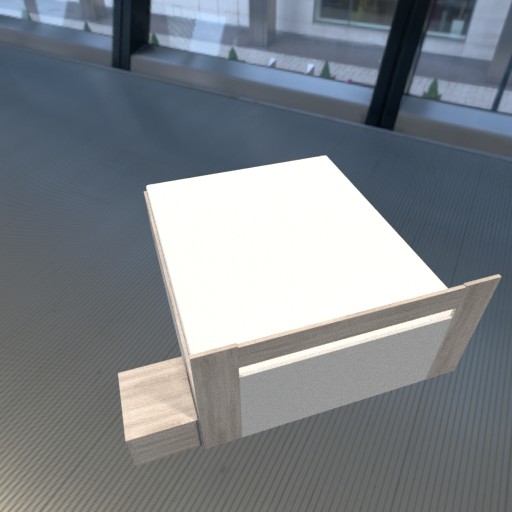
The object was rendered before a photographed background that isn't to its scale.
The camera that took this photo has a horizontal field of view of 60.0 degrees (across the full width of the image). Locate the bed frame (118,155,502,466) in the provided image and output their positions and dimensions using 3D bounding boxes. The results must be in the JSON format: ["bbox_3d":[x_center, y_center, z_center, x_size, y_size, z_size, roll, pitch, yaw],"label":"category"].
[{"bbox_3d":[0.000,0.000,3.101,2.040,0.860,2.050,-12,43,-14],"label":"bed frame"}]
